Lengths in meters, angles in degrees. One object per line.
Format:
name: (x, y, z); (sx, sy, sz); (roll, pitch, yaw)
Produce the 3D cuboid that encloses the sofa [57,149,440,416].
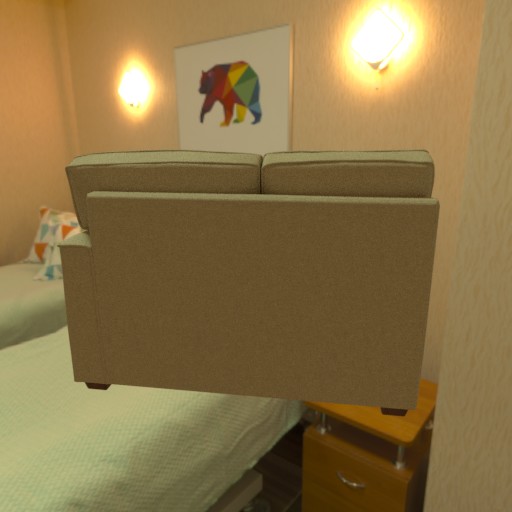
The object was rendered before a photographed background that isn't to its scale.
sofa: (0.000, 0.000, 2.061); (1.388, 0.989, 0.991); (2, 15, 8)
